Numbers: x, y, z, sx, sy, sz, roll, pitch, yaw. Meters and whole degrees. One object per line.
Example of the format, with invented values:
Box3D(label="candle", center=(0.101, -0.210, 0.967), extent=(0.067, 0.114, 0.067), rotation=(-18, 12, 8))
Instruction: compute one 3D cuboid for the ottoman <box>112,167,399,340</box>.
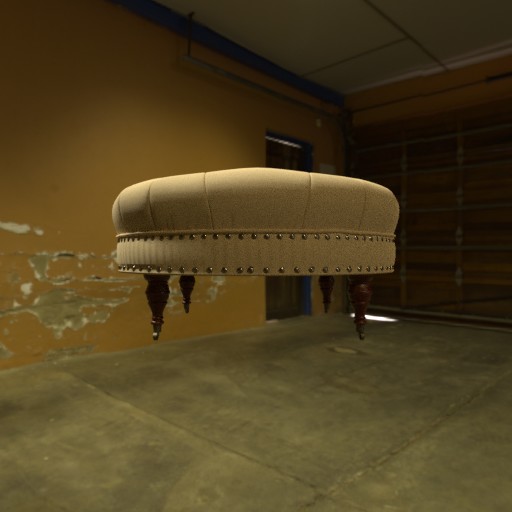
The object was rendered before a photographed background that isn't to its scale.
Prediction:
Box3D(label="ottoman", center=(0.000, 0.000, 1.423), extent=(0.901, 0.439, 0.901), rotation=(0, 0, 0))
